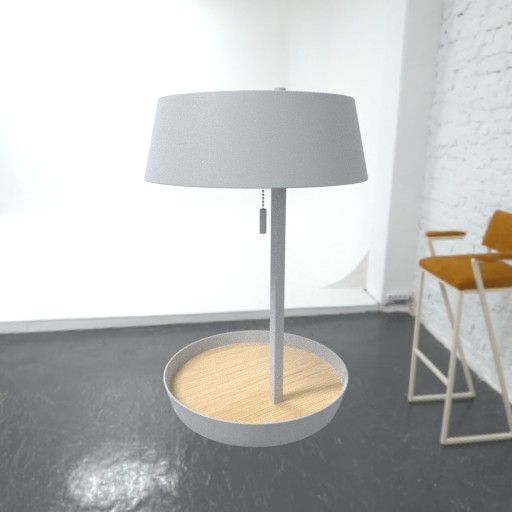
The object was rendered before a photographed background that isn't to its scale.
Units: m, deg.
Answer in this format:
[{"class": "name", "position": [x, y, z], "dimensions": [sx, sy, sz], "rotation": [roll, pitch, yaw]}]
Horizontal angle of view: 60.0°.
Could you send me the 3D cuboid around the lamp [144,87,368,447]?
[{"class": "lamp", "position": [0.000, 0.000, 0.619], "dimensions": [0.291, 0.429, 0.291], "rotation": [0, 15, 0]}]
